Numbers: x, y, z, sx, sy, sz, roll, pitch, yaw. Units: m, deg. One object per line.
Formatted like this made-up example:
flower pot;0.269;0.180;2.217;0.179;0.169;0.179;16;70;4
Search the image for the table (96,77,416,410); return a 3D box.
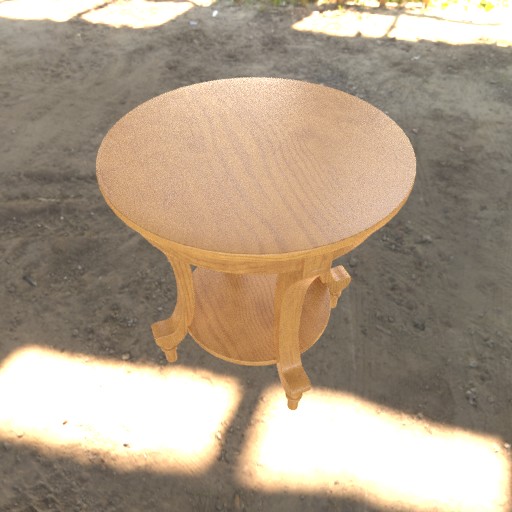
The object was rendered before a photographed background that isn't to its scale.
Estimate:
table;0.000;0.000;1.067;0.597;0.612;0.597;0;45;0
